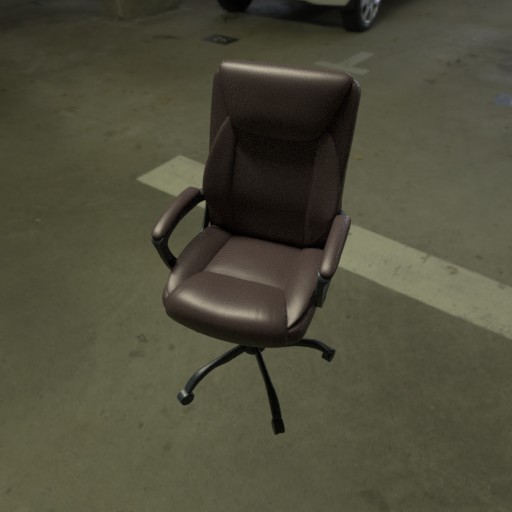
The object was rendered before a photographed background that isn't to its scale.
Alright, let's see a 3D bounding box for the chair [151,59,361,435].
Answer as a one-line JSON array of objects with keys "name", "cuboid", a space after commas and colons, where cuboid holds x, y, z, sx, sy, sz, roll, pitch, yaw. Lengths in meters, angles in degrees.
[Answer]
[{"name": "chair", "cuboid": [0.000, 0.000, 1.480, 0.615, 1.072, 0.655, 13, 42, 14]}]
